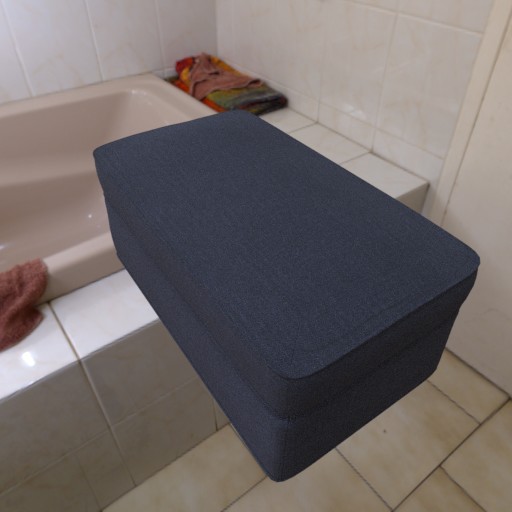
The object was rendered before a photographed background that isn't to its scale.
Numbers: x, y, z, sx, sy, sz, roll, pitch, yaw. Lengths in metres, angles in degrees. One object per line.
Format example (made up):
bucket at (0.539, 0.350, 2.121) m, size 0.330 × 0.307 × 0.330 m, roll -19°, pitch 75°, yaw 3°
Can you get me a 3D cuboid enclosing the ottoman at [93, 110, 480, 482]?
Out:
ottoman at (0.000, 0.000, 1.137) m, size 0.505 × 0.453 × 0.895 m, roll -24°, pitch 46°, yaw -25°
